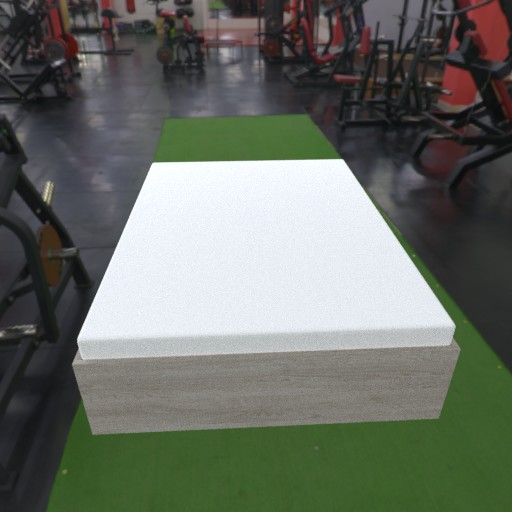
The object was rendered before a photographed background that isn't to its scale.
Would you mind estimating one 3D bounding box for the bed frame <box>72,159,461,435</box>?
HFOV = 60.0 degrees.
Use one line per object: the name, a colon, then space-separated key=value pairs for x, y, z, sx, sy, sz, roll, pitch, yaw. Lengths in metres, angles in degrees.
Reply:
bed frame: x=0.000 y=0.000 z=2.554 sx=1.448 sy=0.490 sz=1.944 roll=-2 pitch=31 yaw=-3
